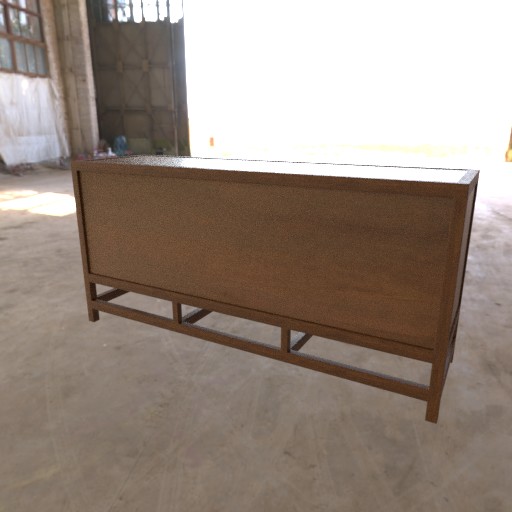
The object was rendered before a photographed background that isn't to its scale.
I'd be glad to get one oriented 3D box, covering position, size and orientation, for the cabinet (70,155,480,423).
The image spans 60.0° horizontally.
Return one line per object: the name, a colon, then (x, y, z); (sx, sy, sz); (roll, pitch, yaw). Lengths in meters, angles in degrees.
cabinet: (0.000, 0.000, 2.020); (1.708, 0.820, 0.522); (9, 19, 28)
